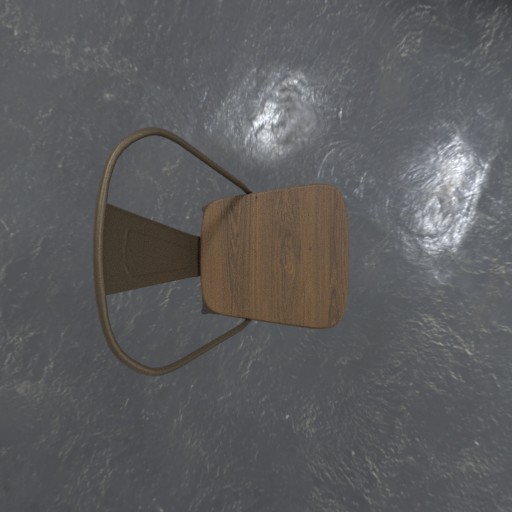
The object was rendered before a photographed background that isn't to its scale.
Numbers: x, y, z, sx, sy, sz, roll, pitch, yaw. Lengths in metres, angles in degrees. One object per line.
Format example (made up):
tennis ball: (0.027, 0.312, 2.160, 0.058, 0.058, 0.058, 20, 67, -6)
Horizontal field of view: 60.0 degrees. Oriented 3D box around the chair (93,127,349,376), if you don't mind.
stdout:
chair: (0.000, 0.000, 1.132, 0.532, 0.844, 0.451, 0, 88, 0)
